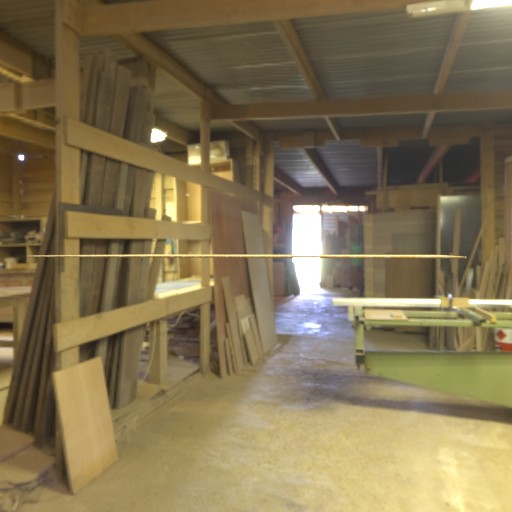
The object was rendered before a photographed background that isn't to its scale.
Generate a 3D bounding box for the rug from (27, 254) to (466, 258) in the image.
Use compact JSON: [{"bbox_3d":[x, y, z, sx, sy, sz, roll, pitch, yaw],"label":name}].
[{"bbox_3d":[0.000,0.000,3.020,2.424,0.010,1.511,0,0,18],"label":"rug"}]
